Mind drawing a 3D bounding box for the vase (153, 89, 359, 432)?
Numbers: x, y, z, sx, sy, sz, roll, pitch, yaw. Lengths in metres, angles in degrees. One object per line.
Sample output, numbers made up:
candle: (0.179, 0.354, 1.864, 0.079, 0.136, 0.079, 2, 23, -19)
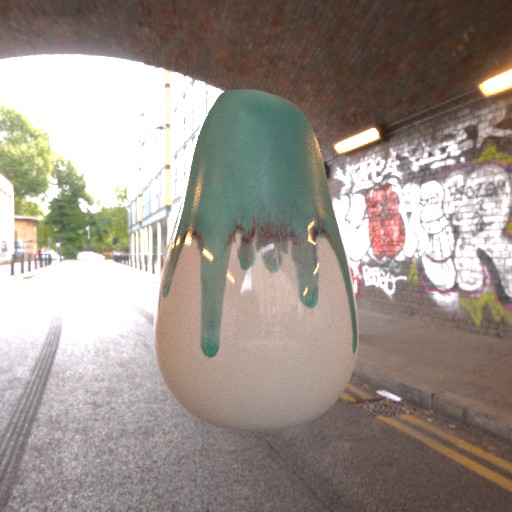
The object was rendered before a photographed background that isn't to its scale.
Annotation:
vase: (0.000, 0.000, 0.256, 0.116, 0.179, 0.116, 0, 1, 0)
